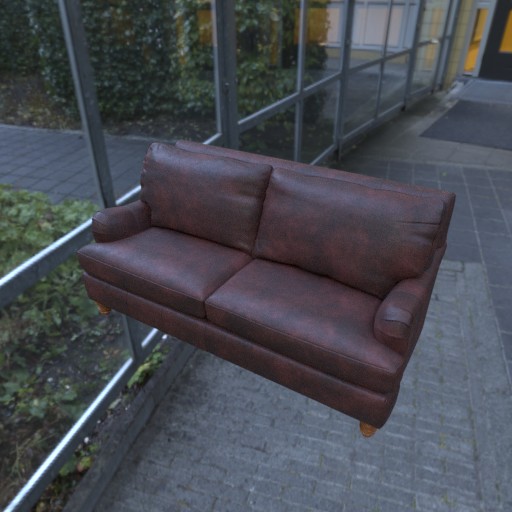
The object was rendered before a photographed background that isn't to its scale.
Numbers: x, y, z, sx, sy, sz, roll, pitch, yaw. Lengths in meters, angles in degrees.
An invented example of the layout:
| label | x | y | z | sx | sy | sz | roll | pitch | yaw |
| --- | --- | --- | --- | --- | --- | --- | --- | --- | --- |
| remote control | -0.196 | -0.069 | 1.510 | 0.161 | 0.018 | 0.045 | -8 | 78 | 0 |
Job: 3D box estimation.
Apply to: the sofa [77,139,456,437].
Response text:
| label | x | y | z | sx | sy | sz | roll | pitch | yaw |
| --- | --- | --- | --- | --- | --- | --- | --- | --- | --- |
| sofa | 0.000 | 0.000 | 2.829 | 2.144 | 1.071 | 1.147 | 17 | 35 | 26 |
